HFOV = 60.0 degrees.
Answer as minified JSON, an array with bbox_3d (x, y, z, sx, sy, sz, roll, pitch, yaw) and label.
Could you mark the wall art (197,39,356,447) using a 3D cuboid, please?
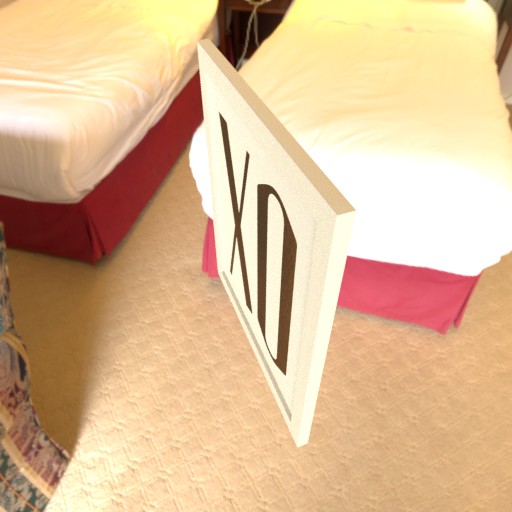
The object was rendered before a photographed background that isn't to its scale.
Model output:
[{"bbox_3d":[0.000,0.000,0.734,0.020,0.536,0.444,-16,48,-15],"label":"wall art"}]
